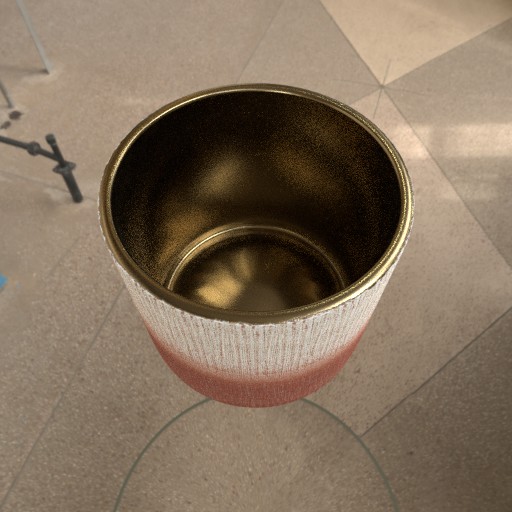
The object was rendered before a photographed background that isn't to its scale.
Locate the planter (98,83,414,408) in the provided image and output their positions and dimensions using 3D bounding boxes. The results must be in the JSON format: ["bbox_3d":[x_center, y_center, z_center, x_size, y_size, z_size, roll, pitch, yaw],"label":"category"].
[{"bbox_3d":[0.000,0.000,0.313,0.178,0.157,0.178,0,58,0],"label":"planter"}]
